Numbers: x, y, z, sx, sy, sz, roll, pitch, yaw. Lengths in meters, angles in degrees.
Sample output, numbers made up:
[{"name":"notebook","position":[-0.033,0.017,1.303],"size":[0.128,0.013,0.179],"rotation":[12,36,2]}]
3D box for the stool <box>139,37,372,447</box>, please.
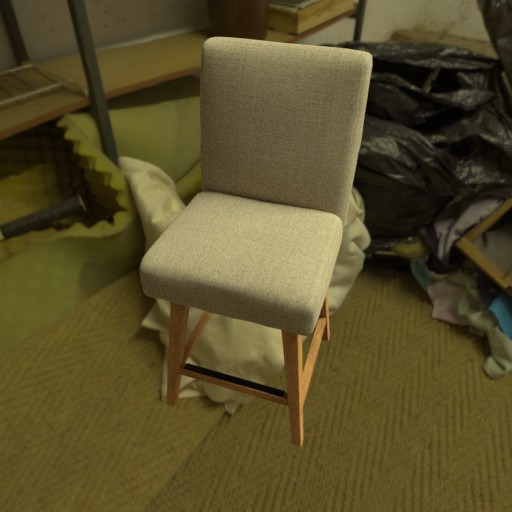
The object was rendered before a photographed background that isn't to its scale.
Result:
[{"name":"stool","position":[0.000,0.000,1.260],"size":[0.459,1.010,0.526],"rotation":[12,43,14]}]
